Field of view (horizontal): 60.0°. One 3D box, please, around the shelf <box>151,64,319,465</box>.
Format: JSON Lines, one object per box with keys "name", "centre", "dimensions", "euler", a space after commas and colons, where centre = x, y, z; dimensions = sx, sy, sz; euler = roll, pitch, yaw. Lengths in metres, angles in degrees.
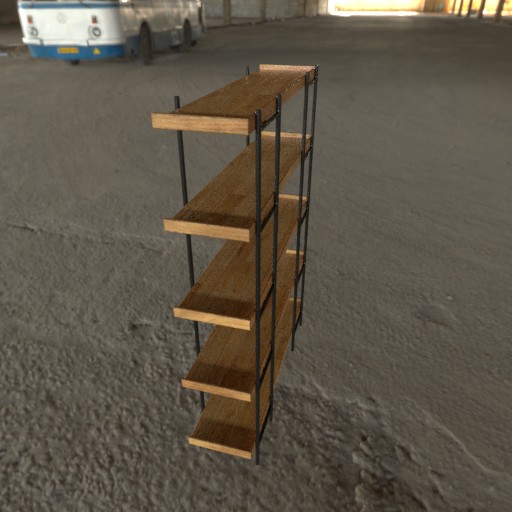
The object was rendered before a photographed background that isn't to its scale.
{"name": "shelf", "centre": [0.000, 0.000, 2.453], "dimensions": [0.379, 1.826, 1.371], "euler": [8, 31, 14]}
